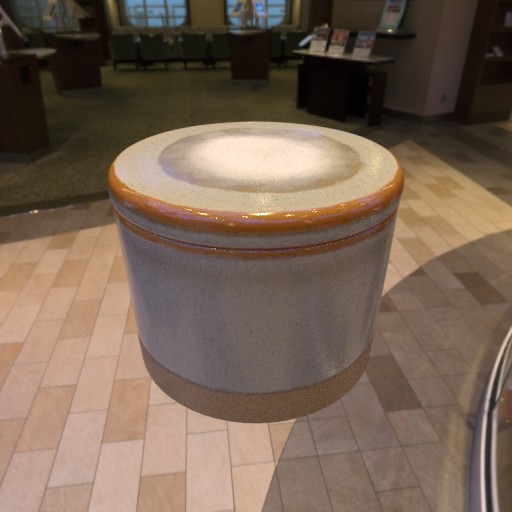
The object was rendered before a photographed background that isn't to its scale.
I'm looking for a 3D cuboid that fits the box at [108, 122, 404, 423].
[{"bbox_3d":[0.000,0.000,0.213,0.123,0.100,0.123,0,30,0],"label":"box"}]
